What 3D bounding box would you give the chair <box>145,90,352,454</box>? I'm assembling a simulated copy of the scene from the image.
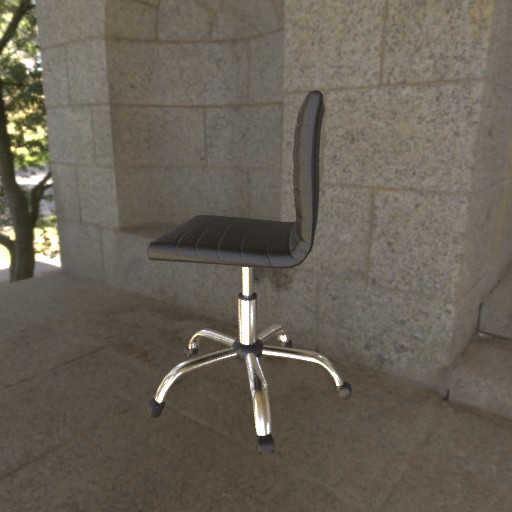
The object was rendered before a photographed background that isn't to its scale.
[{"bbox_3d":[0.000,0.000,1.157,0.530,0.780,0.556,2,15,9],"label":"chair"}]
